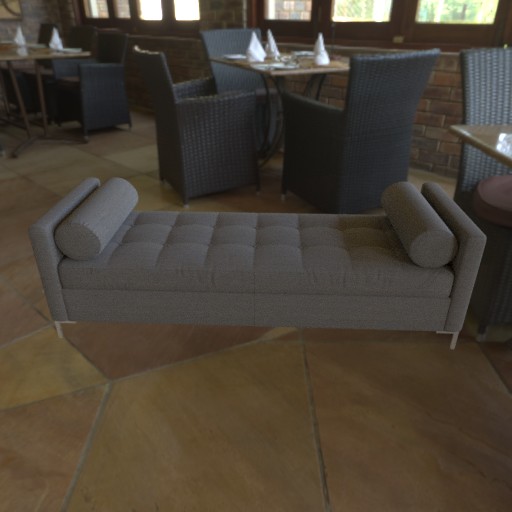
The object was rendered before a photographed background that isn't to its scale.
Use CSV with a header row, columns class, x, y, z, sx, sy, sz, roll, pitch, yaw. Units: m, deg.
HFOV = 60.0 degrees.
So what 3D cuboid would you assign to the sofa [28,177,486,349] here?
class,x,y,z,sx,sy,sz,roll,pitch,yaw
sofa,0.000,0.000,2.336,1.981,0.635,0.686,1,29,2
